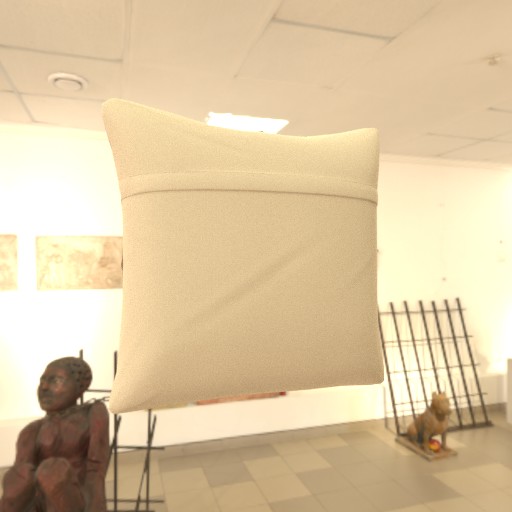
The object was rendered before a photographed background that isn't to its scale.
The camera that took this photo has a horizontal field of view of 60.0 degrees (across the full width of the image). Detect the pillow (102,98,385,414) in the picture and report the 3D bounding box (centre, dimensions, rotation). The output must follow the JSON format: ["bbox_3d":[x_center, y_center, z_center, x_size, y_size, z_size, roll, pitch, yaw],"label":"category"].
[{"bbox_3d":[0.000,0.000,0.736,0.484,0.470,0.192,0,0,-18],"label":"pillow"}]
